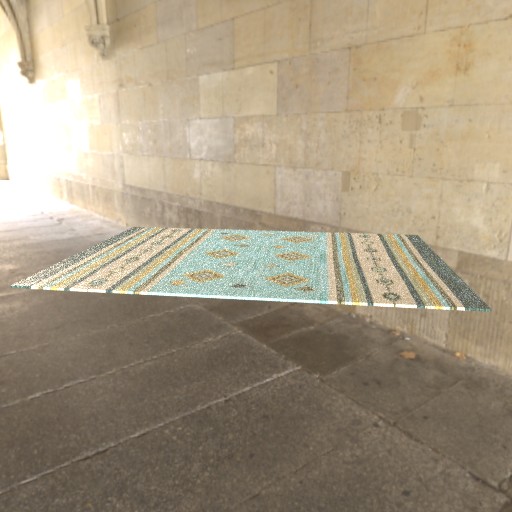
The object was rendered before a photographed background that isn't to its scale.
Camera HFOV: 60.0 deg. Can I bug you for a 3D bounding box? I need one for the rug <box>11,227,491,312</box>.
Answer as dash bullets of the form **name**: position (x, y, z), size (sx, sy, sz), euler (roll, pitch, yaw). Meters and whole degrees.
- **rug**: position (0.000, 0.000, 2.230), size (1.811, 0.010, 1.212), euler (2, 15, 8)
